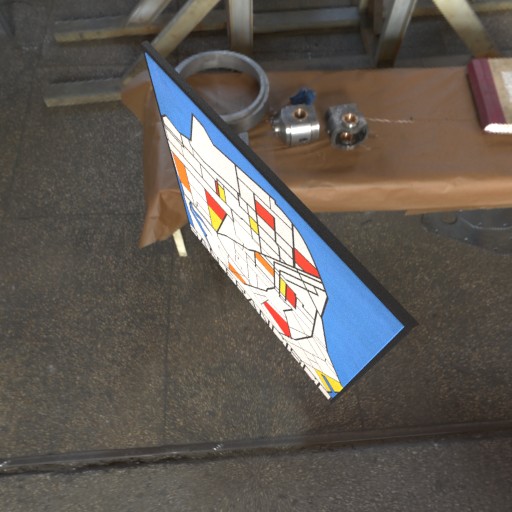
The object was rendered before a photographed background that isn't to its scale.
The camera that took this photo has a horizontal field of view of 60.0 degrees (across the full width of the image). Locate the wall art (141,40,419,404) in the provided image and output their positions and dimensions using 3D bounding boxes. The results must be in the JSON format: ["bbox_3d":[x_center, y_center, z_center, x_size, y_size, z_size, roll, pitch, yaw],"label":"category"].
[{"bbox_3d":[0.000,0.000,0.974,0.015,0.663,0.664,-34,69,-16],"label":"wall art"}]
